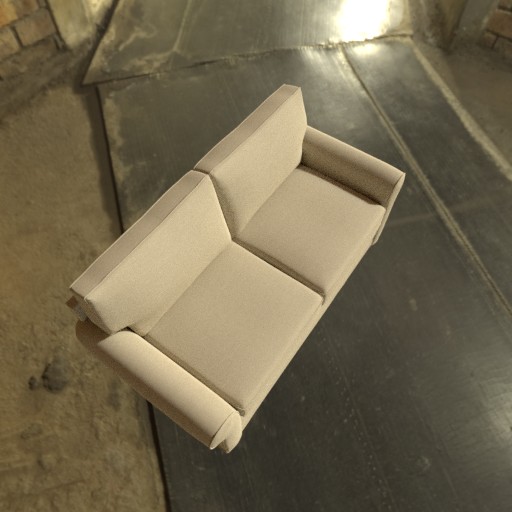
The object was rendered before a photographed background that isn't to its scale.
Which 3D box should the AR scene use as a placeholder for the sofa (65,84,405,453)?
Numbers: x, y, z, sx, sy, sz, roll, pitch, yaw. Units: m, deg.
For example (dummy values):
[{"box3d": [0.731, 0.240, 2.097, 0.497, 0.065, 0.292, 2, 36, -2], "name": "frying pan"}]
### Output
[{"box3d": [0.000, 0.000, 2.338, 0.861, 0.933, 1.774, 31, 63, 18], "name": "sofa"}]
